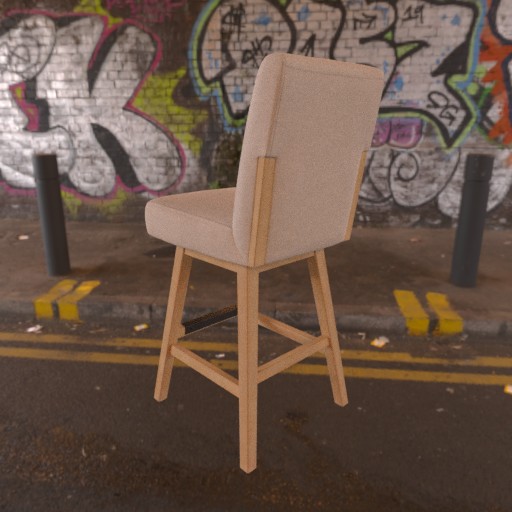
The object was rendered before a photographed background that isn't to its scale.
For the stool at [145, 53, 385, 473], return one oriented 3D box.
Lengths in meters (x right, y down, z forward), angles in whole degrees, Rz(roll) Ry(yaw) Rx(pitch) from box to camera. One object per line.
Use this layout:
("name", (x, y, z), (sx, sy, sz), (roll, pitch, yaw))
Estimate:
("stool", (0.000, 0.000, 1.297), (0.446, 1.015, 0.543), (-15, 22, -41))
